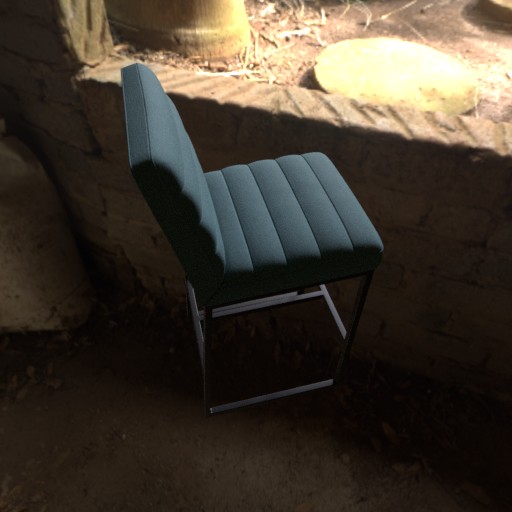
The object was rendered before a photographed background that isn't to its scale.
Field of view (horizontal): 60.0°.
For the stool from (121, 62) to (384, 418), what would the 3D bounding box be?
[{"bbox_3d":[0.000,0.000,1.323,0.560,1.040,0.460,-10,47,-10],"label":"stool"}]
